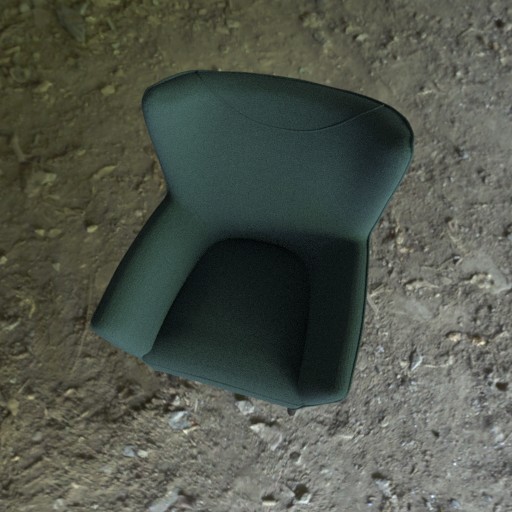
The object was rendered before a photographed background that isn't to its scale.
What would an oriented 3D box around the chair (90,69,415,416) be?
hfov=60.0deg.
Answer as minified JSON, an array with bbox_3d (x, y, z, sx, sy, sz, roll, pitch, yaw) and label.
[{"bbox_3d":[0.000,0.000,1.527,0.781,0.933,0.888,13,59,8],"label":"chair"}]
